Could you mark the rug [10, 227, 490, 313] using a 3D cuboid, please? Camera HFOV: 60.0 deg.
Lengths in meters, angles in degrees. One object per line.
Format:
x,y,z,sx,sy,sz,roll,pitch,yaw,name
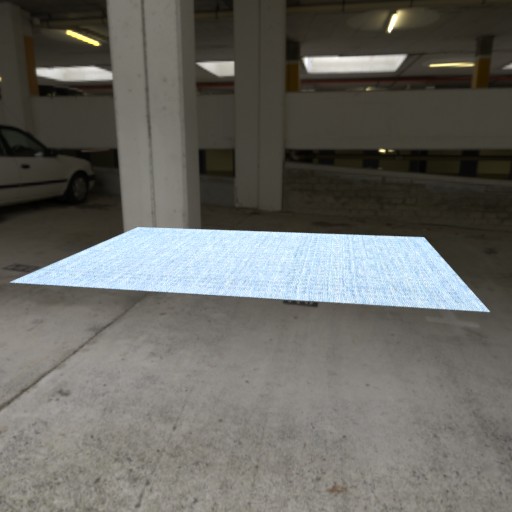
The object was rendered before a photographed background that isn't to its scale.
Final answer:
0.000,0.000,2.794,2.286,0.006,1.522,3,15,10,rug
